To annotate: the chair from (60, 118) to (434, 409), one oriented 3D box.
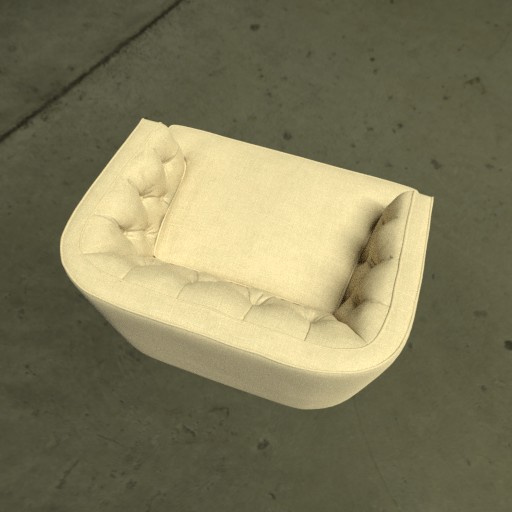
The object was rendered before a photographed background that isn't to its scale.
[{"bbox_3d":[0.000,0.000,1.702,1.118,0.787,0.914,17,65,8],"label":"chair"}]
